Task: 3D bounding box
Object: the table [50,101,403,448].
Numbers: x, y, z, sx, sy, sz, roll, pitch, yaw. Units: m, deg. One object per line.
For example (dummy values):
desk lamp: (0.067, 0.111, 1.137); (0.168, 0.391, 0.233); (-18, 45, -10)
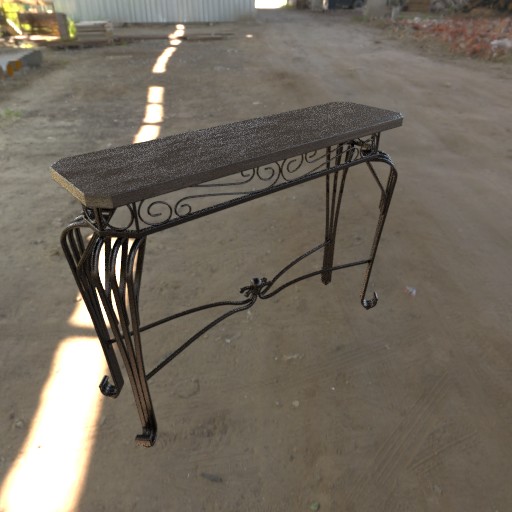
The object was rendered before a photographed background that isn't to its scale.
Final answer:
table: (0.000, 0.000, 1.460); (1.112, 0.800, 0.329); (-23, 38, -33)
